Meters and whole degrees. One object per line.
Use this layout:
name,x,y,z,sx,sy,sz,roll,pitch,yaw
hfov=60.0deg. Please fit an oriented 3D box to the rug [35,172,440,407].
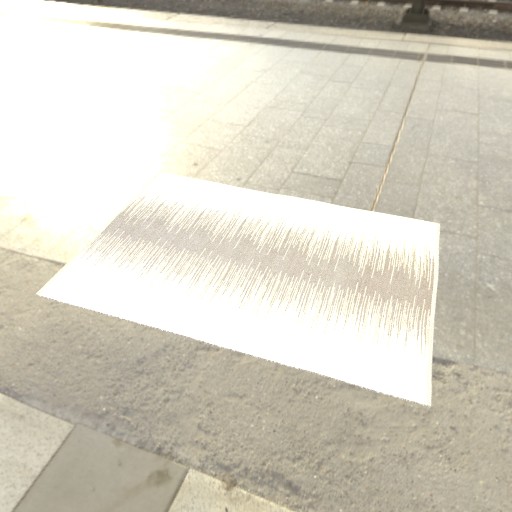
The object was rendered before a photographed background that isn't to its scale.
rug,0.000,0.000,2.320,1.815,0.007,1.226,13,42,14
